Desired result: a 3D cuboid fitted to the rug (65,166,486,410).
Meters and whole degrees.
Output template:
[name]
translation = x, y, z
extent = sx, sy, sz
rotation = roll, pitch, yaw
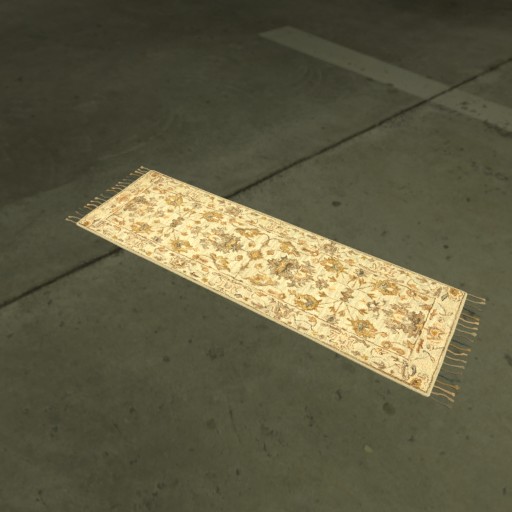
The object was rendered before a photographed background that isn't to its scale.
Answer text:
[rug]
translation = 0.000, 0.000, 2.585
extent = 2.438, 0.021, 0.729
rotation = 23, 49, 22
